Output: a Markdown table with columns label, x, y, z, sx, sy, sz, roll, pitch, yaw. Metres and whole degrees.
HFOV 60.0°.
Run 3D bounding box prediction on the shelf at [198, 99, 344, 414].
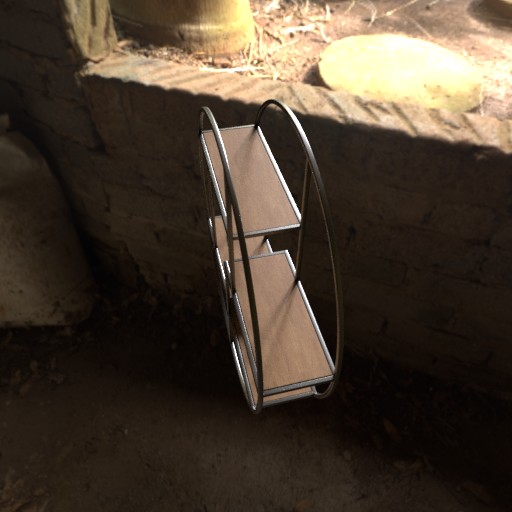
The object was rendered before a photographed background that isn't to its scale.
| label | x | y | z | sx | sy | sz | roll | pitch | yaw |
| --- | --- | --- | --- | --- | --- | --- | --- | --- | --- |
| shelf | 0.000 | 0.000 | 1.352 | 0.202 | 0.888 | 0.888 | -10 | 47 | -9 |
